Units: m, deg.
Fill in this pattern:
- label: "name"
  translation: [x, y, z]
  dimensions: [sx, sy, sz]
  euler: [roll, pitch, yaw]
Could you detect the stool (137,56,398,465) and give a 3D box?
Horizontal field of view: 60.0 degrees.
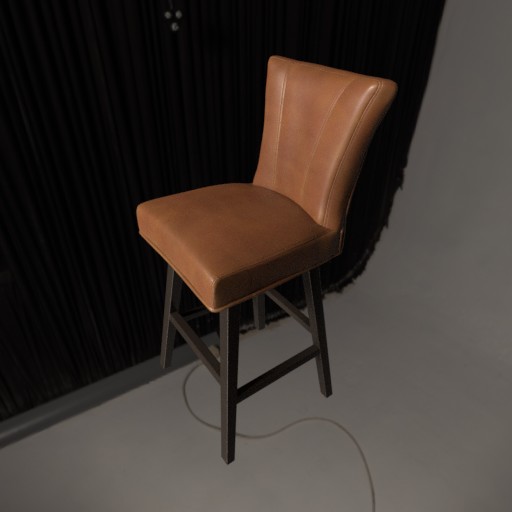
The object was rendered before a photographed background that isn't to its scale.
- label: "stool"
  translation: [0.000, 0.000, 1.421]
  dimensions: [0.585, 1.094, 0.522]
  euler: [-20, 37, -28]
